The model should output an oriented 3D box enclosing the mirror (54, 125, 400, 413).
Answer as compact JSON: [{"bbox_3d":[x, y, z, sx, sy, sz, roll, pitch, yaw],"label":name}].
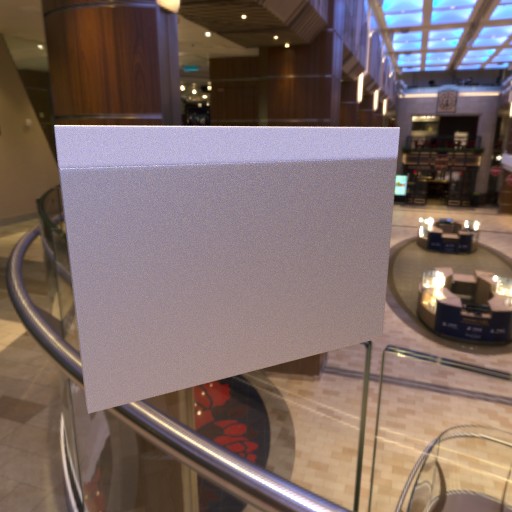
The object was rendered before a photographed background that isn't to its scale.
[{"bbox_3d":[0.000,0.000,1.125,0.870,0.630,0.030,-8,17,-26],"label":"mirror"}]
